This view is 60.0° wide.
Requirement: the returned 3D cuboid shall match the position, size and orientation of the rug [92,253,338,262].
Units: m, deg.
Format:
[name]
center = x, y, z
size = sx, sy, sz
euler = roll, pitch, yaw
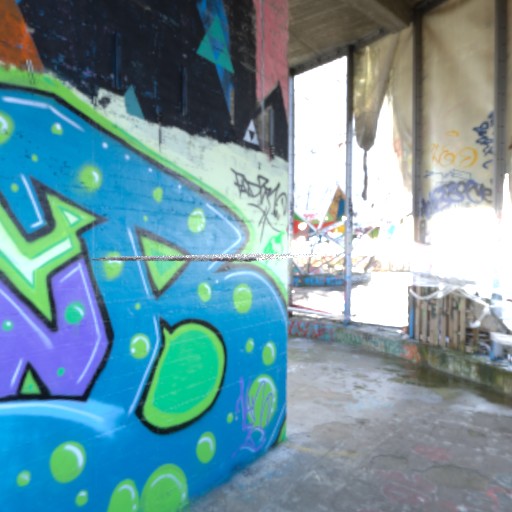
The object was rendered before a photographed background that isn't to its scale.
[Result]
[rug]
center = 0.000, 0.000, 2.853
size = 1.324, 0.018, 2.378
euler = 1, 1, 35
